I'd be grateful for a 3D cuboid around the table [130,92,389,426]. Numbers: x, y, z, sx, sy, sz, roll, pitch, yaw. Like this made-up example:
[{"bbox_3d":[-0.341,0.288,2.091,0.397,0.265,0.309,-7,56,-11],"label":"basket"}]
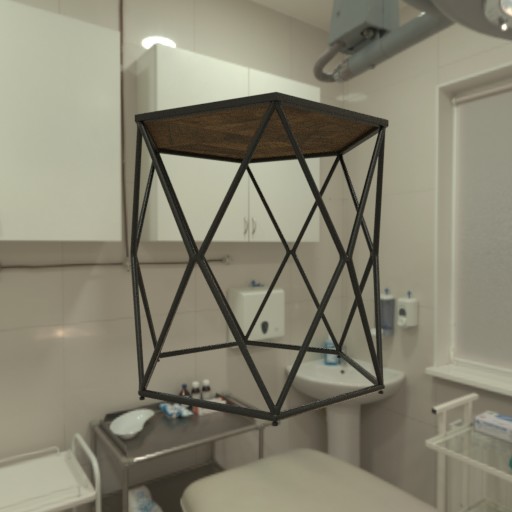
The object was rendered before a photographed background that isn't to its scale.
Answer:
[{"bbox_3d":[0.000,0.000,1.038,0.578,0.564,0.579,-1,2,-35],"label":"table"}]
